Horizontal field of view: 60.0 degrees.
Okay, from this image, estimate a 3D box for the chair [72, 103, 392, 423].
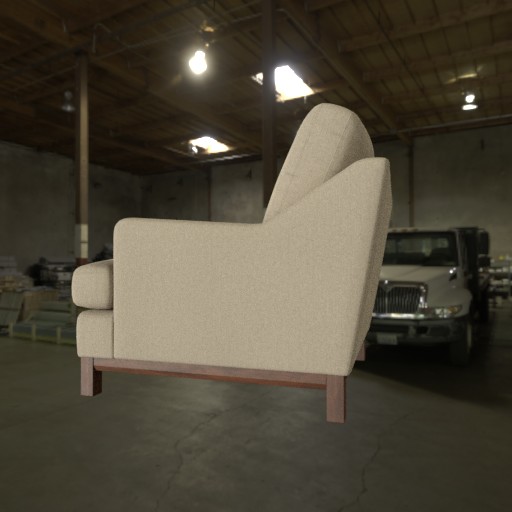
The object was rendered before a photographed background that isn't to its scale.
[{"bbox_3d":[0.000,0.000,1.713,1.001,0.916,0.912,0,-1,18],"label":"chair"}]
